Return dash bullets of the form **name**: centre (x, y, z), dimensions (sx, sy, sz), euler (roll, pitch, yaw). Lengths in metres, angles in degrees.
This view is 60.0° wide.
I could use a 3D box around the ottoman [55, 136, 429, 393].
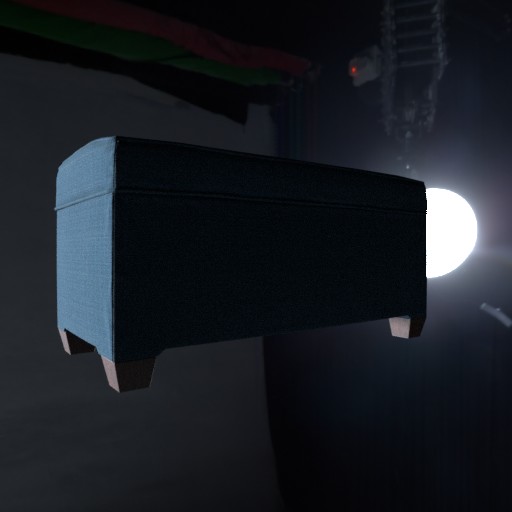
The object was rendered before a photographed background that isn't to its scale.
- **ottoman**: centre (0.000, 0.000, 1.204), dimensions (0.943, 0.474, 0.474), euler (0, 1, -36)
